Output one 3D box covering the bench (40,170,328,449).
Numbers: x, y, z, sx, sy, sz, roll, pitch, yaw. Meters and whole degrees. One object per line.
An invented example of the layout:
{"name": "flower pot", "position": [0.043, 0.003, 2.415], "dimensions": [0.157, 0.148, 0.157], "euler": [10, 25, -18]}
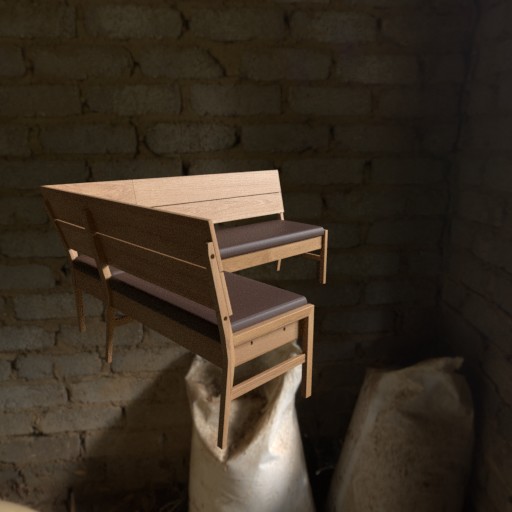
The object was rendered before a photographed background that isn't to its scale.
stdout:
{"name": "bench", "position": [0.000, 0.000, 2.747], "dimensions": [1.975, 0.890, 1.549], "euler": [-14, 20, -43]}
